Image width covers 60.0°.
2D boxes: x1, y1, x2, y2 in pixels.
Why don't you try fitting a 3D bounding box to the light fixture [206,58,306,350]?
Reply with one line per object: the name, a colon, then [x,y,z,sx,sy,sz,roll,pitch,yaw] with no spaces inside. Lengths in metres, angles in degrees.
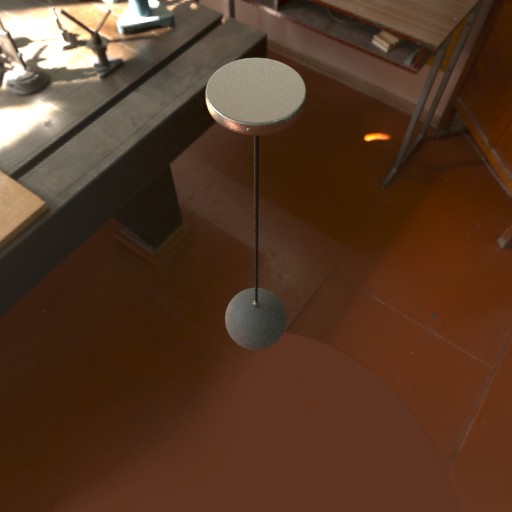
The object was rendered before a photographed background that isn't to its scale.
light fixture: [0.000,0.000,0.846,0.153,0.760,0.153,-17,60,-10]
